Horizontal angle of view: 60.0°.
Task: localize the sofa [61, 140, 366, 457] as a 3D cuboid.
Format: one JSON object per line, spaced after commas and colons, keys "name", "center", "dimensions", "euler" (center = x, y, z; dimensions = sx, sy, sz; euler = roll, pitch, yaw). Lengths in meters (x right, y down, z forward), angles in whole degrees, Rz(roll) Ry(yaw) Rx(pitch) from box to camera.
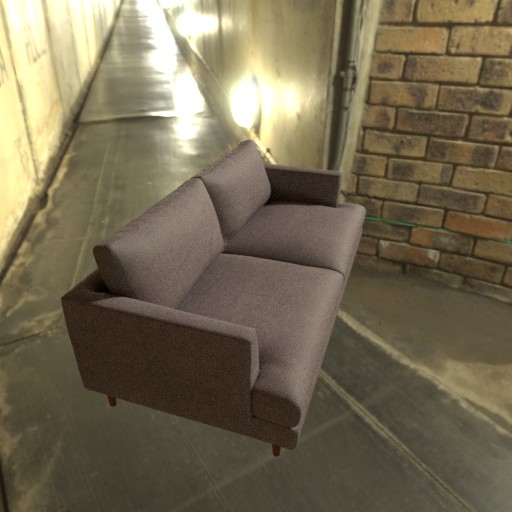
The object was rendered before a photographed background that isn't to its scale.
{"name": "sofa", "center": [0.000, 0.000, 2.535], "dimensions": [1.020, 0.868, 1.948], "euler": [10, 31, 17]}
